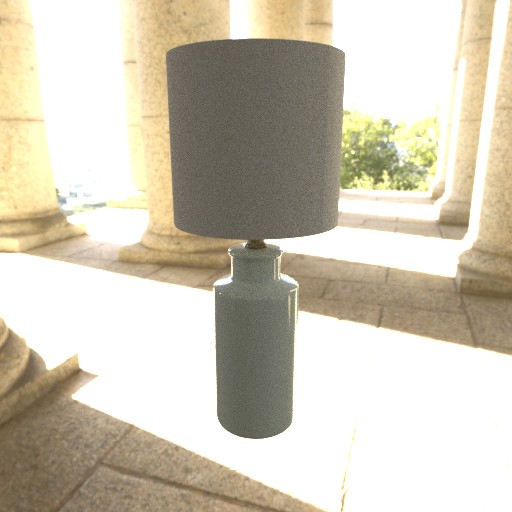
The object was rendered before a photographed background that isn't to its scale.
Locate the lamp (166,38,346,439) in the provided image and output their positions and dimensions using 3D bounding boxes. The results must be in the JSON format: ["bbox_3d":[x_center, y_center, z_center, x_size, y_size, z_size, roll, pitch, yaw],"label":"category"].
[{"bbox_3d":[0.000,0.000,0.594,0.212,0.493,0.212,-3,15,-10],"label":"lamp"}]
